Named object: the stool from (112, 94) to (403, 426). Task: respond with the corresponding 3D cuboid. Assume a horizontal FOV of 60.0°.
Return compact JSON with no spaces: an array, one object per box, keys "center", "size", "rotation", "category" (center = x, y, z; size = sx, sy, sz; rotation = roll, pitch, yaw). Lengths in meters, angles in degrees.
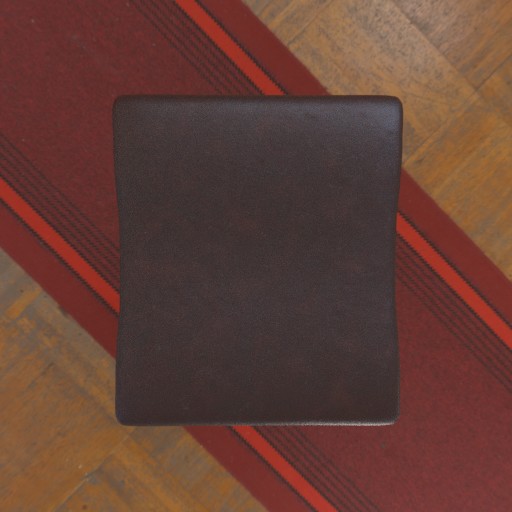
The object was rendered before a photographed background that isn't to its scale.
[{"center":[0.000,0.000,0.894],"size":[0.397,0.608,0.465],"rotation":[0,92,-1],"category":"stool"}]
